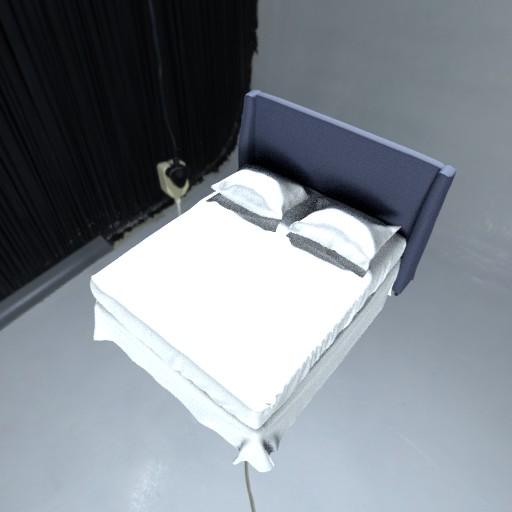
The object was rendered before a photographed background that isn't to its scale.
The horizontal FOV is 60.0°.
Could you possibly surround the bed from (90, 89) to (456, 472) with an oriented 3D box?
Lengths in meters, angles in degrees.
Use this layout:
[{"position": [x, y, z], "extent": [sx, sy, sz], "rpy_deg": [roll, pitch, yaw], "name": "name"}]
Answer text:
[{"position": [0.000, 0.000, 3.472], "extent": [1.925, 1.332, 2.276], "rpy_deg": [31, 54, 26], "name": "bed"}]
